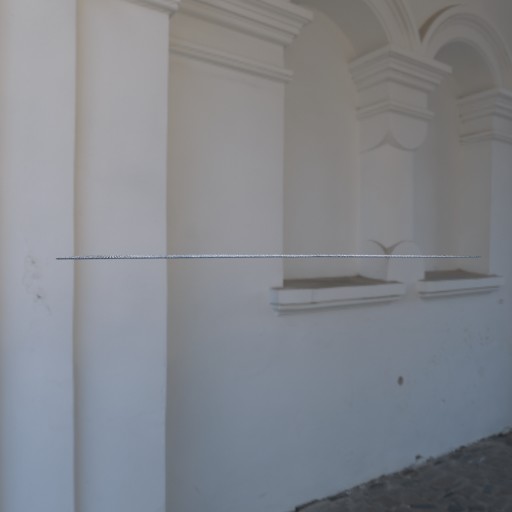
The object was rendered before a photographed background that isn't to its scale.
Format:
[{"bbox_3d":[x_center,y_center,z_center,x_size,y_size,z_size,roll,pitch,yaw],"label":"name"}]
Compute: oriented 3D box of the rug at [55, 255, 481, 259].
[{"bbox_3d":[0.000,0.000,2.231,1.740,0.010,1.135,0,1,-18],"label":"rug"}]
